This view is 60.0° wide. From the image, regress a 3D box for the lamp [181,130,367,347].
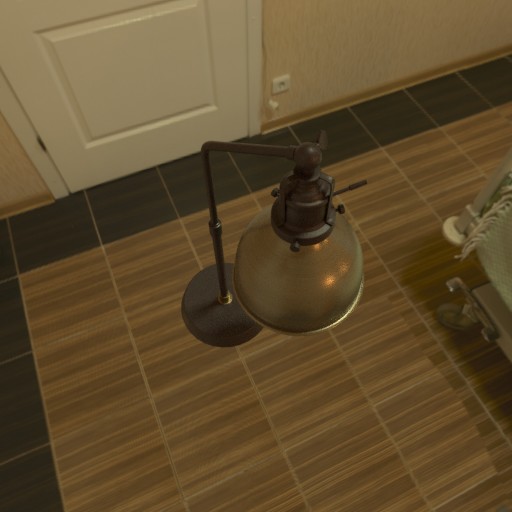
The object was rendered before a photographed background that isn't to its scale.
[{"bbox_3d":[0.000,0.000,0.601,0.298,0.469,0.175,33,64,18],"label":"lamp"}]
